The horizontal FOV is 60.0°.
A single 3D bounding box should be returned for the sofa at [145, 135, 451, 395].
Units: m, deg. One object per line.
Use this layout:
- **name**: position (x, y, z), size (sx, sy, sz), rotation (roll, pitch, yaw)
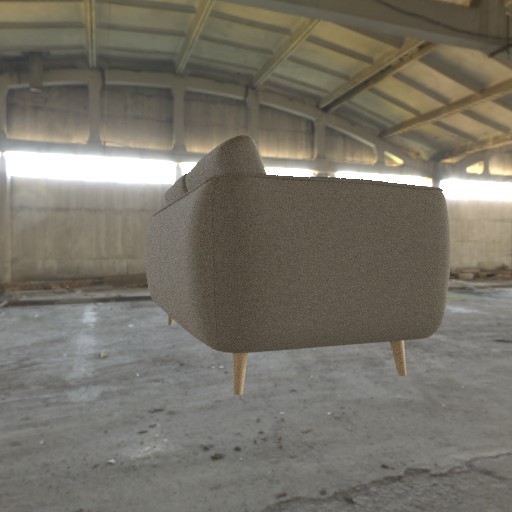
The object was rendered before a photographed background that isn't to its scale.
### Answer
- **sofa**: position (0.000, 0.000, 2.153), size (0.920, 0.850, 1.700), rotation (0, 1, -20)
